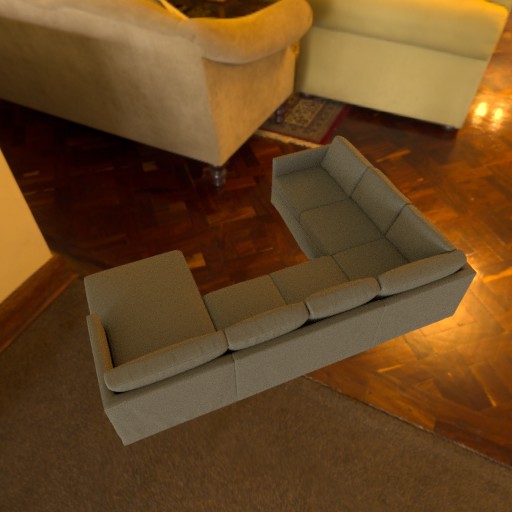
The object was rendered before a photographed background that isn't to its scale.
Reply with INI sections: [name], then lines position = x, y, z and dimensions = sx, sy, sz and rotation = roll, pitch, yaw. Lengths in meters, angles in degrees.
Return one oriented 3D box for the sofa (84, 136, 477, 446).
[sofa]
position = 0.000, 0.000, 4.594
dimensions = 3.460, 0.882, 2.427
rotation = -17, 49, -15
